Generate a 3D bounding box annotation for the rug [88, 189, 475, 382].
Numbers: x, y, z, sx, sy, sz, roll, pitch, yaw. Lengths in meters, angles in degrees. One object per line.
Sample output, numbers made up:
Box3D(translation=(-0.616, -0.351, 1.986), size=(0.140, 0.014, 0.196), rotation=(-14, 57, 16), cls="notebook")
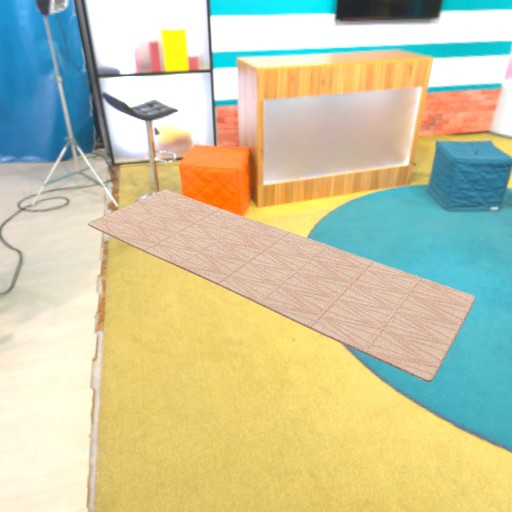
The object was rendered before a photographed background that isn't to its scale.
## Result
Box3D(translation=(0.000, 0.000, 2.773), size=(2.435, 0.015, 0.760), rotation=(22, 38, 30), cls="rug")
